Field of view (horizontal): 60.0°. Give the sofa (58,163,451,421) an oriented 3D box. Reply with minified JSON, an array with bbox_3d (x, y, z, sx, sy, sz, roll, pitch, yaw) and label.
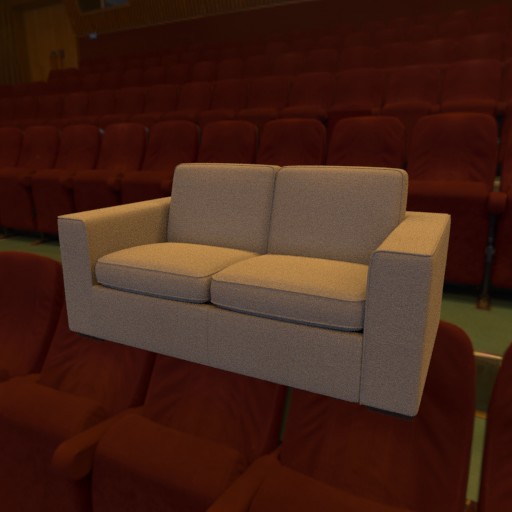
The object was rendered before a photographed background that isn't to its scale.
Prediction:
[{"bbox_3d":[0.000,0.000,2.350,1.812,0.924,1.007,7,16,25],"label":"sofa"}]
